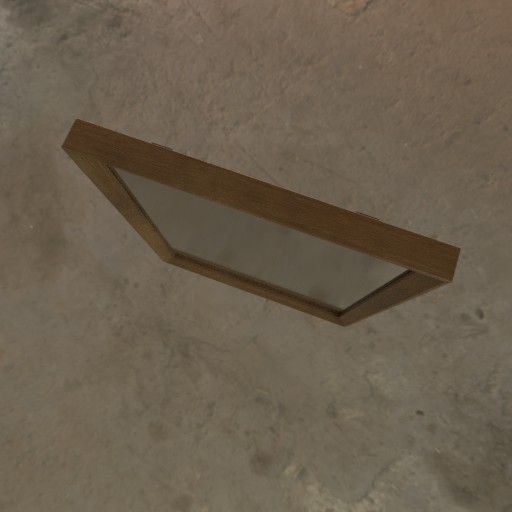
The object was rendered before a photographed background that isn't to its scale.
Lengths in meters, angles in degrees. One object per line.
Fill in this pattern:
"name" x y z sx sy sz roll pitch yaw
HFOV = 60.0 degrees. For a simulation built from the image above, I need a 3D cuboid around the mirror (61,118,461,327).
"mirror" 0.000 0.000 0.683 0.406 0.509 0.041 19 77 5
